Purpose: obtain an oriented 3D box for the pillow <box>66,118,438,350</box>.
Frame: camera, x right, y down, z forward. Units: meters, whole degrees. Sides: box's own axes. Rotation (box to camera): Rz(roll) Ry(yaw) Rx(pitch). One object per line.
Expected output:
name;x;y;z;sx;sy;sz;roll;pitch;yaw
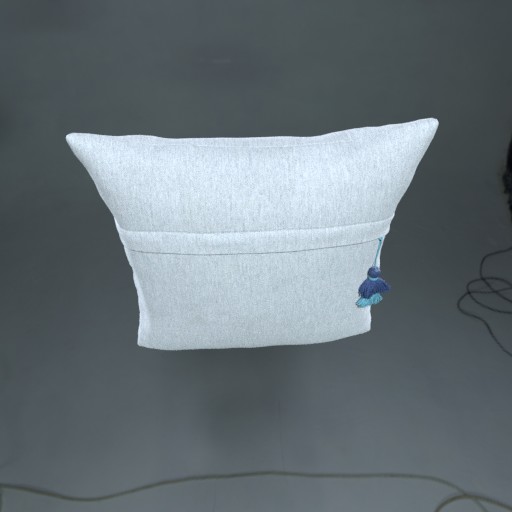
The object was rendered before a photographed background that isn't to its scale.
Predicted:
pillow;0.000;0.000;0.671;0.433;0.436;0.173;-3;44;-3
